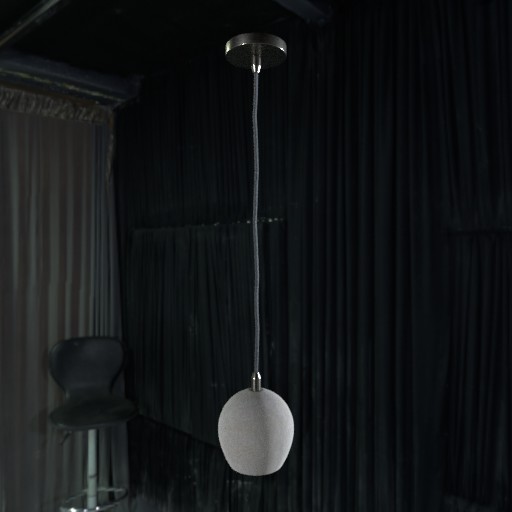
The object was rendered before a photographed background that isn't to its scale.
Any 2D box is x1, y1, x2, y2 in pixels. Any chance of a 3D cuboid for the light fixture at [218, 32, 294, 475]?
[{"bbox_3d":[0.000,0.000,0.816,0.139,0.764,0.139,1,1,36],"label":"light fixture"}]
